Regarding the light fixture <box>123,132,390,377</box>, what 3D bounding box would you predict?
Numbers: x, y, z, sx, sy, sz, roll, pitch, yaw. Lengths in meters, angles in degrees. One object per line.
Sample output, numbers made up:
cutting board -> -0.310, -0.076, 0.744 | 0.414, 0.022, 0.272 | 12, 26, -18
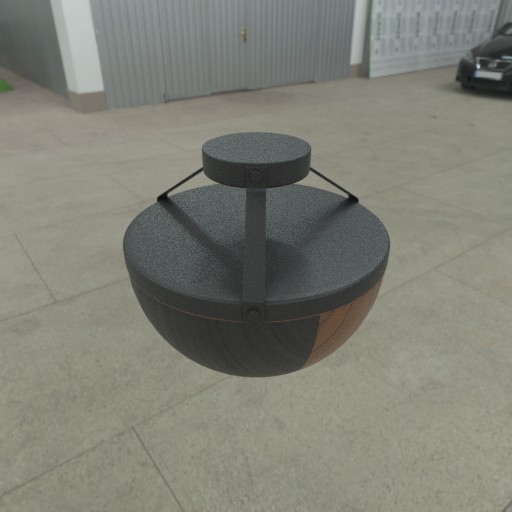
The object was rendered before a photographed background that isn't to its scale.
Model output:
light fixture -> 0.000, 0.000, 0.537 | 0.304, 0.269, 0.304 | 0, 30, 0
